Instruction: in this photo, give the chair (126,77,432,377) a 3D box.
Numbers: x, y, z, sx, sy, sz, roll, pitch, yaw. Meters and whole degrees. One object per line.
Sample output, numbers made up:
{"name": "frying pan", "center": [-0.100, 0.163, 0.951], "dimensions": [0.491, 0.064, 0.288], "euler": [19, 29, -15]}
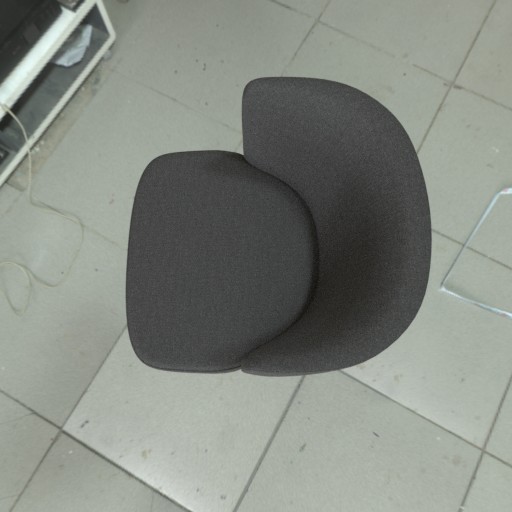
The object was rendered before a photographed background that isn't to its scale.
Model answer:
{"name": "chair", "center": [0.000, 0.000, 1.218], "dimensions": [0.698, 0.695, 0.639], "euler": [0, 75, 0]}
